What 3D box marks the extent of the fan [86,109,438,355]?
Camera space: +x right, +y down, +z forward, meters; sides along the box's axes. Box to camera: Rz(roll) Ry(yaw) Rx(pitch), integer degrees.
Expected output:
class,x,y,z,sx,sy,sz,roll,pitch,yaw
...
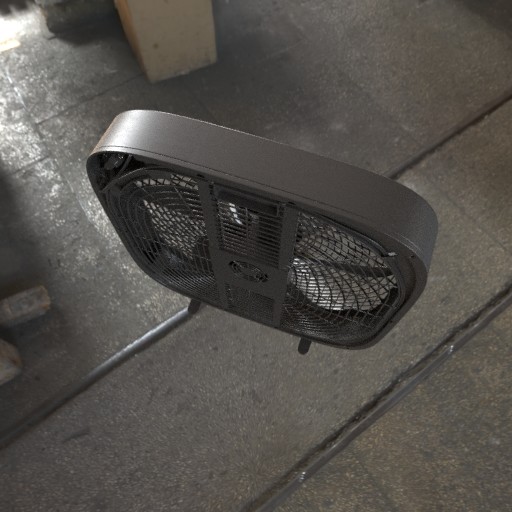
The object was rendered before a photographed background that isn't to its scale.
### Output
class,x,y,z,sx,sy,sz,roll,pitch,yaw
fan,0.000,0.000,0.794,0.526,0.533,0.142,18,65,9
